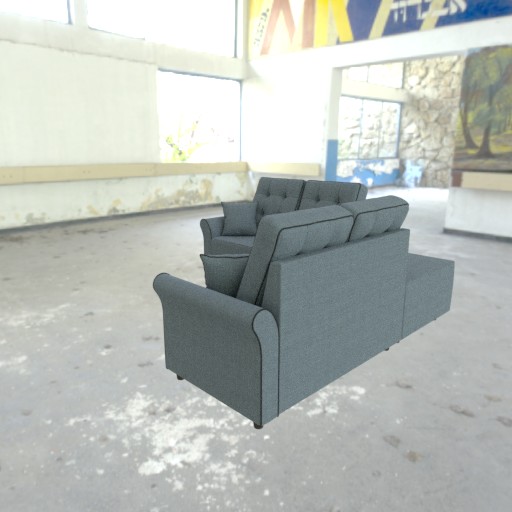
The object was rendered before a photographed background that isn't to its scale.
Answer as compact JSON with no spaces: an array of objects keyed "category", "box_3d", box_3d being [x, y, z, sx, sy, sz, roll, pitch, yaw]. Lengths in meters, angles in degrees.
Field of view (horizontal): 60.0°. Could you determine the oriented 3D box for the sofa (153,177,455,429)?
[{"category":"sofa","box_3d":[0.000,0.000,3.238,2.070,0.988,2.068,-13,19,-43]}]
